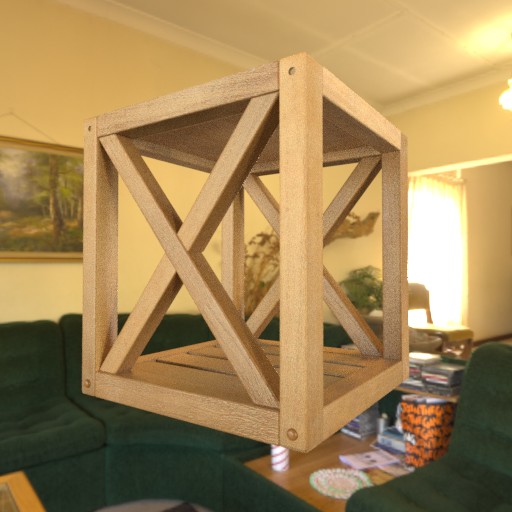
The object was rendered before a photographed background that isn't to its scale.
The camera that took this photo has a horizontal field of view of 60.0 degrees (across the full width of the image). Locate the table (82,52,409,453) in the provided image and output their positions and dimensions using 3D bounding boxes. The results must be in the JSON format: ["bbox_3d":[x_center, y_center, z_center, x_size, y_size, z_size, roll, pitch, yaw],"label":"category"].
[{"bbox_3d":[0.000,0.000,1.050,0.559,0.610,0.558,-1,-1,34],"label":"table"}]
